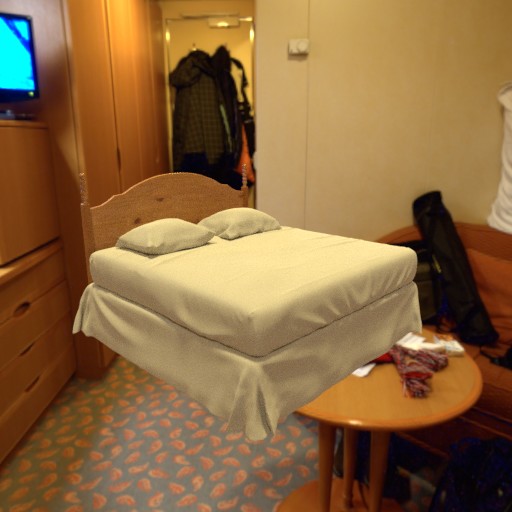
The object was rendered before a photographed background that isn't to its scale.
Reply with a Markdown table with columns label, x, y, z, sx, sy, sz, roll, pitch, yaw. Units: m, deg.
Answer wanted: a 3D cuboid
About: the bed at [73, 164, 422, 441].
| label | x | y | z | sx | sy | sz | roll | pitch | yaw |
| --- | --- | --- | --- | --- | --- | --- | --- | --- | --- |
| bed | 0.000 | 0.000 | 3.714 | 2.219 | 1.355 | 2.322 | 14 | 20 | 42 |
